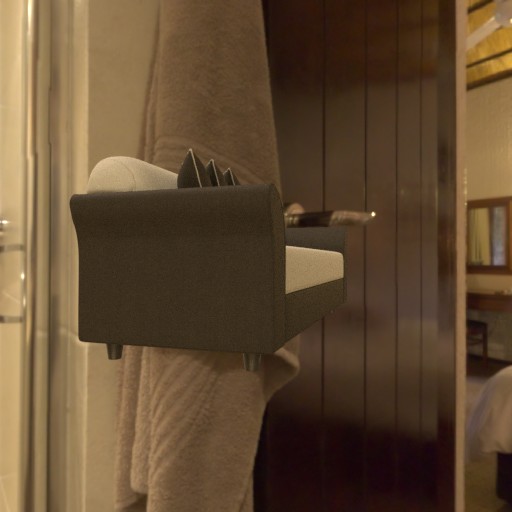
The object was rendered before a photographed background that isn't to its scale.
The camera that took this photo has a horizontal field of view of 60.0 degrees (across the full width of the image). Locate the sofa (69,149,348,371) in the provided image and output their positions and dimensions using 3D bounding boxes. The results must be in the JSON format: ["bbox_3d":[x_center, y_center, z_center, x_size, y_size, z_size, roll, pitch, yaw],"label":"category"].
[{"bbox_3d":[0.000,0.000,2.418,0.755,0.787,2.001,0,-1,18],"label":"sofa"}]
